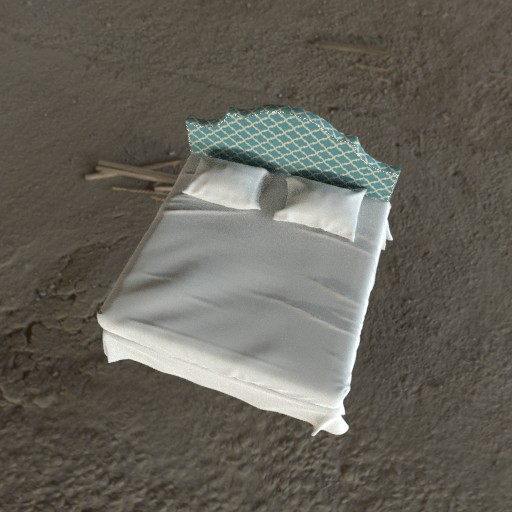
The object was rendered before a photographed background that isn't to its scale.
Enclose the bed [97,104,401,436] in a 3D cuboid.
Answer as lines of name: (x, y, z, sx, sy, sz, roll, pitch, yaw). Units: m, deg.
bed: (0.000, 0.000, 3.781, 2.314, 1.601, 2.222, 16, 59, 10)
